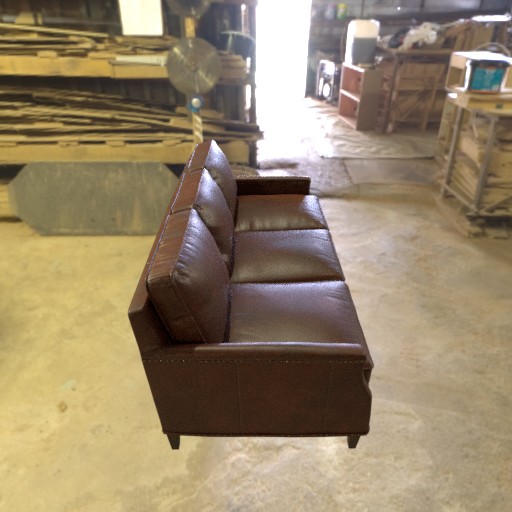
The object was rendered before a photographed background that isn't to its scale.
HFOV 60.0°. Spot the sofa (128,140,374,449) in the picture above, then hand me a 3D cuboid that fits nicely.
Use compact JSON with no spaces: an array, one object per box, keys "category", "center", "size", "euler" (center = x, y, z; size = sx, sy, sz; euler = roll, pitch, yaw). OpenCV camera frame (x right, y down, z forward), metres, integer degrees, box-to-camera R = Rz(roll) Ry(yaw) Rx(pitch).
[{"category":"sofa","center":[0.000,0.000,2.898],"size":[1.084,1.003,2.240],"euler":[0,30,0]}]
